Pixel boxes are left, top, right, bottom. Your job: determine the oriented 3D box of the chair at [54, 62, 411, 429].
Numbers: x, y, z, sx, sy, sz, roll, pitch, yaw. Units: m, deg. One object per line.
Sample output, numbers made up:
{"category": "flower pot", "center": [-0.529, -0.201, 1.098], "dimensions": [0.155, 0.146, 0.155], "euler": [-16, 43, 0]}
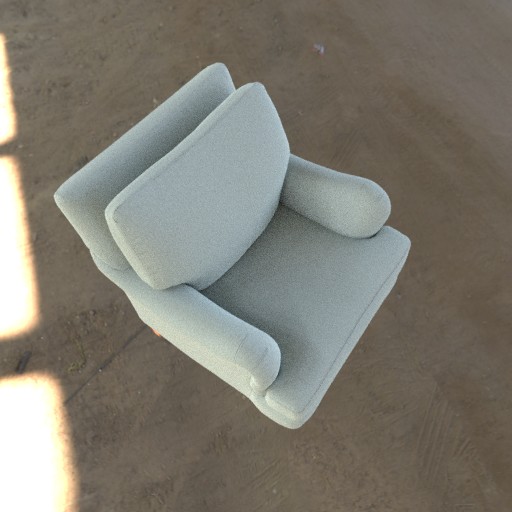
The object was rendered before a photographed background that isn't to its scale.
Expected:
{"category": "chair", "center": [0.000, 0.000, 1.884], "dimensions": [1.070, 1.038, 0.955], "euler": [32, 64, 18]}
